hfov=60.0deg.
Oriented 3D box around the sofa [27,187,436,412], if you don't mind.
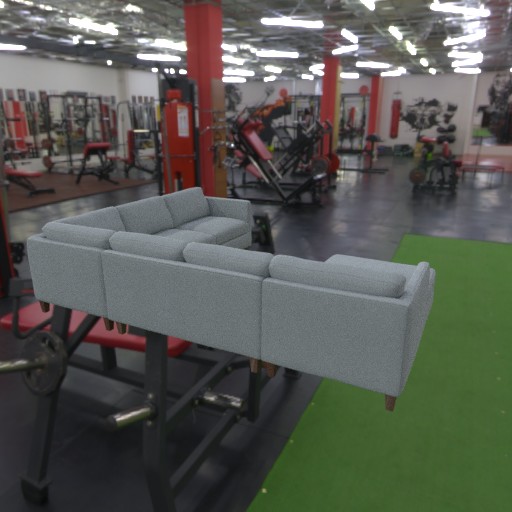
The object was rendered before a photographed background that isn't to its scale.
[{"bbox_3d":[0.000,0.000,4.271,3.238,0.853,2.551,9,19,26],"label":"sofa"}]
